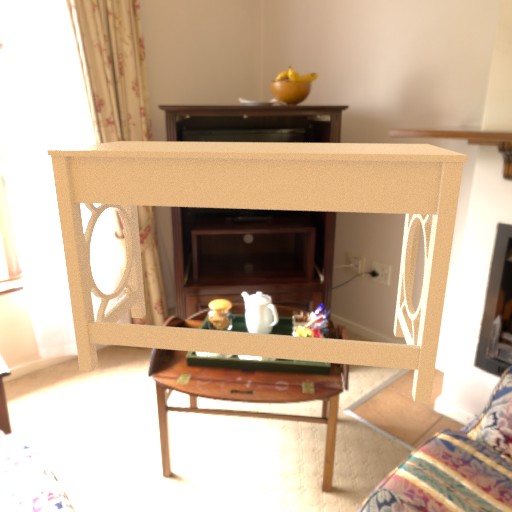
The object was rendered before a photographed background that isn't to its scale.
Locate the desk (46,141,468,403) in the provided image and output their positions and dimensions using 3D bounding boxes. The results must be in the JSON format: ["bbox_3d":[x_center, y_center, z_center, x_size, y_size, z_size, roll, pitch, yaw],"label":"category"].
[{"bbox_3d":[0.000,0.000,1.587,1.191,0.762,0.504,3,18,9],"label":"desk"}]
